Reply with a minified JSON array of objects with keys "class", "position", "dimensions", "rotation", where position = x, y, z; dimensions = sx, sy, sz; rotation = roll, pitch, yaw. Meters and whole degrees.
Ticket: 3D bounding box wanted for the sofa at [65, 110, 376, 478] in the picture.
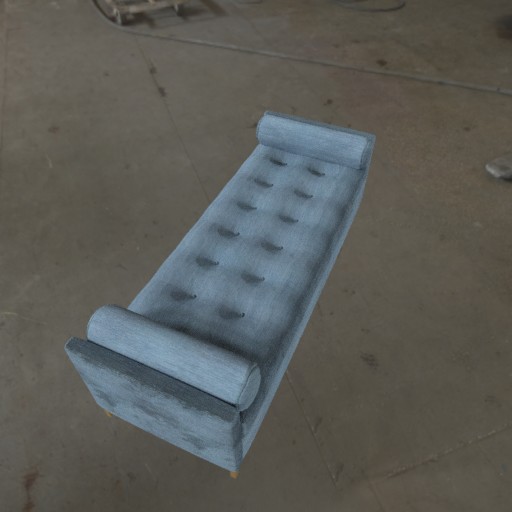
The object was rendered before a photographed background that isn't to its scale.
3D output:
[{"class":"sofa","position":[0.000,0.000,2.537],"dimensions":[0.796,0.705,2.102],"rotation":[19,50,16]}]
